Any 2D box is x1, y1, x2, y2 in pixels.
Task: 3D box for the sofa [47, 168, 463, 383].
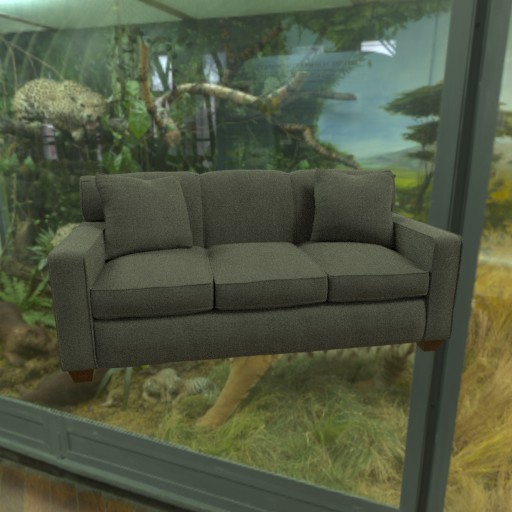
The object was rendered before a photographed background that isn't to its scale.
[{"bbox_3d":[0.000,0.000,2.562,2.024,0.958,0.997,-3,15,-10],"label":"sofa"}]
